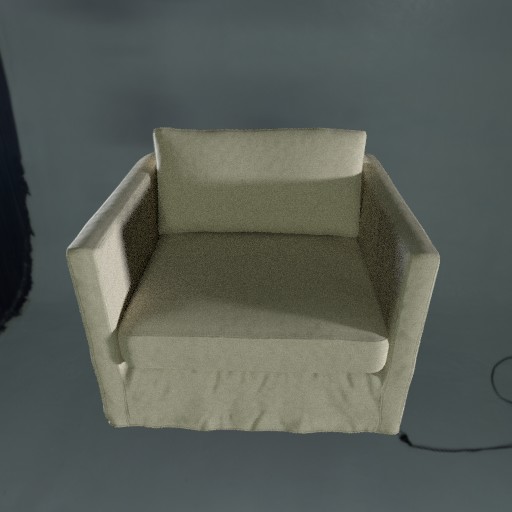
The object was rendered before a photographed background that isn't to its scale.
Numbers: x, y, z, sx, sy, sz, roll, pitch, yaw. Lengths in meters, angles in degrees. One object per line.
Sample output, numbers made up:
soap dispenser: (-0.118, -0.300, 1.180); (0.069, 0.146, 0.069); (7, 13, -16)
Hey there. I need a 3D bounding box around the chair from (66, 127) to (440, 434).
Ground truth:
chair: (0.000, 0.000, 1.720); (1.057, 0.867, 0.949); (1, 30, 2)
